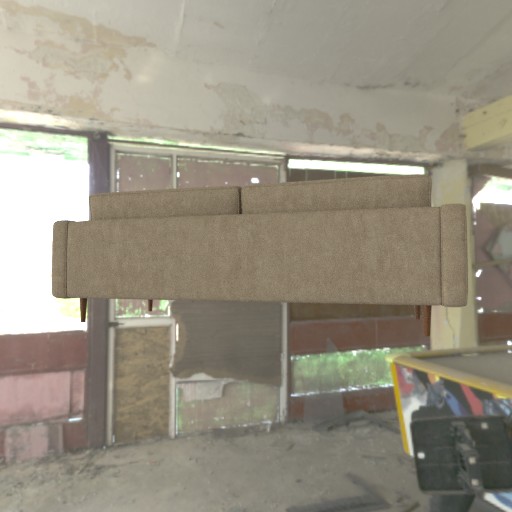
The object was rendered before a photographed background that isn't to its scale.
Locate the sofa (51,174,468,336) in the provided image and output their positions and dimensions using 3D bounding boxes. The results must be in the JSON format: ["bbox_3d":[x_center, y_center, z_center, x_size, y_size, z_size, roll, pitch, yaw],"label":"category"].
[{"bbox_3d":[0.000,0.000,2.651,2.200,0.770,0.919,-1,-2,17],"label":"sofa"}]
